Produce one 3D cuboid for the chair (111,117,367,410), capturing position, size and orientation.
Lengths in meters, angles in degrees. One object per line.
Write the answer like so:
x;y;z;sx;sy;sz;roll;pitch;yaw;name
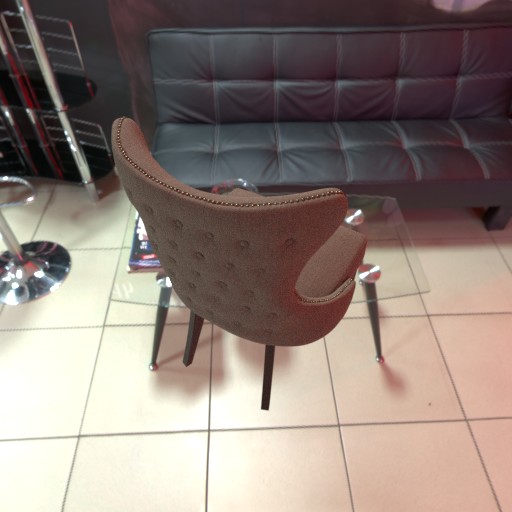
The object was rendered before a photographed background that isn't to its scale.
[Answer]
0.000;0.000;1.402;0.628;0.967;0.635;23;51;20;chair
